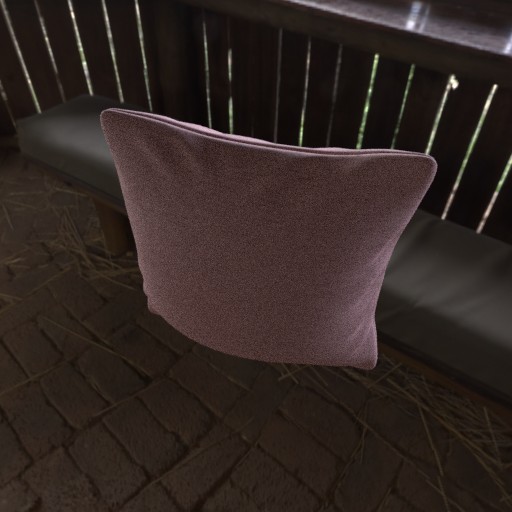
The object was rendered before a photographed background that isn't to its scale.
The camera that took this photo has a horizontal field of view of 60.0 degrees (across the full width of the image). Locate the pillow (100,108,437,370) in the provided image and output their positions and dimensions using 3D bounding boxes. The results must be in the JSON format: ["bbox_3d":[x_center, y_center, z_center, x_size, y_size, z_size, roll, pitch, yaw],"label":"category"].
[{"bbox_3d":[0.000,0.000,0.676,0.432,0.415,0.246,12,44,13],"label":"pillow"}]
